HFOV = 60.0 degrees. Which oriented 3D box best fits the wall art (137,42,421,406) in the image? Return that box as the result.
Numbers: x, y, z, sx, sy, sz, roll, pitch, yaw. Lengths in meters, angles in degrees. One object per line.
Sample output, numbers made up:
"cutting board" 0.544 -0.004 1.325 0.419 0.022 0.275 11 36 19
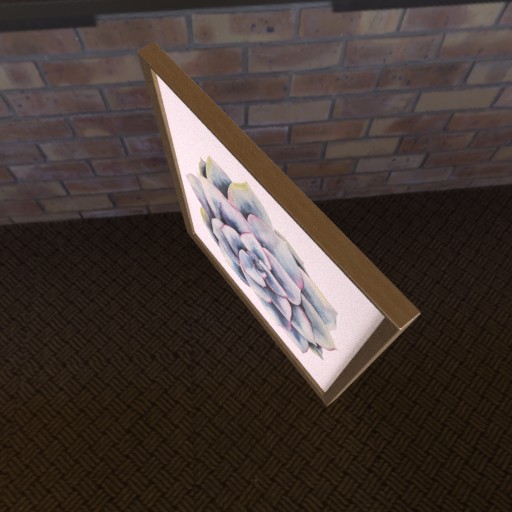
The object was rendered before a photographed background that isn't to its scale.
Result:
"wall art" 0.000 0.000 0.753 0.030 0.506 0.503 -34 68 -16
